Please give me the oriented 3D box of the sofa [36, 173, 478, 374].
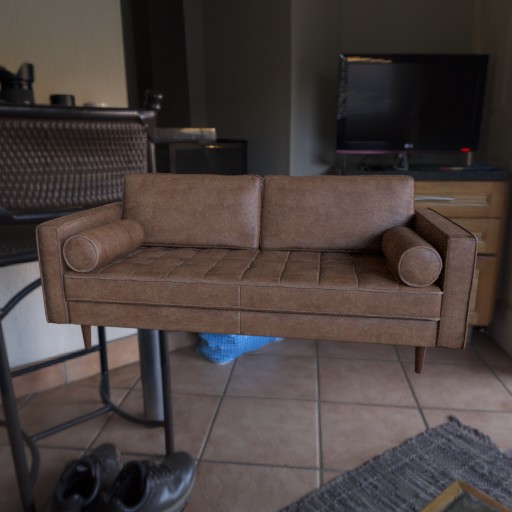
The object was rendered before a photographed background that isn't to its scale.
[{"bbox_3d":[0.000,0.000,2.334,1.920,0.825,0.924,2,14,9],"label":"sofa"}]
